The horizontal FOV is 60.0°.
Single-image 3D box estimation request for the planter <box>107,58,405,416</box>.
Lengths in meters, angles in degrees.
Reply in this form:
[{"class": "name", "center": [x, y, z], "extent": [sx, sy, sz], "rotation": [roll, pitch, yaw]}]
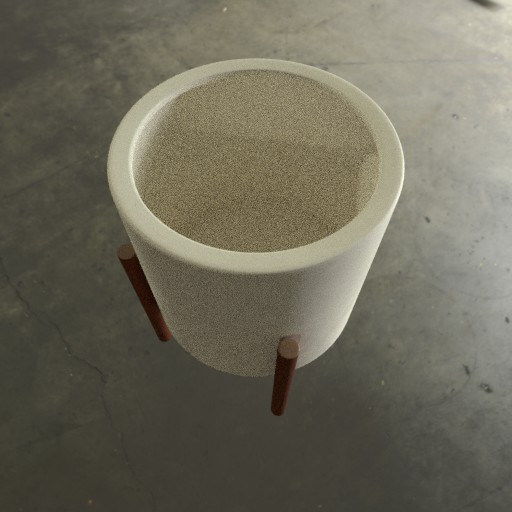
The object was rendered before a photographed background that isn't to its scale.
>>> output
[{"class": "planter", "center": [0.000, 0.000, 0.875], "extent": [0.421, 0.581, 0.420], "rotation": [31, 63, 18]}]
